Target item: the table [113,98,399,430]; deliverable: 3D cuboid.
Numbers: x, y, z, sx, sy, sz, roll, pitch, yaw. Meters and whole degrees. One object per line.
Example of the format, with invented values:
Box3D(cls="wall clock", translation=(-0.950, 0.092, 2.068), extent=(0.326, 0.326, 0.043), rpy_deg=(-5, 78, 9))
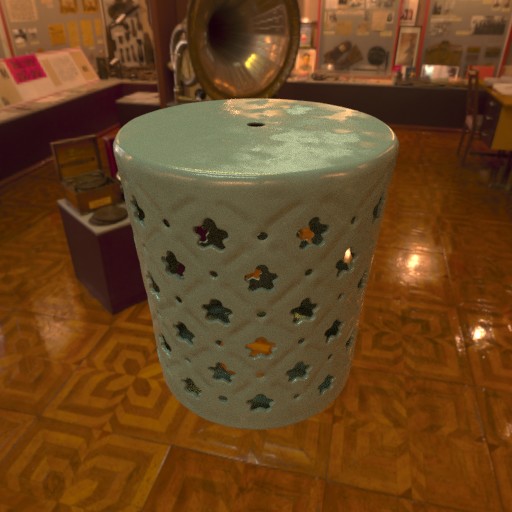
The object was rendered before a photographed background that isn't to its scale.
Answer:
Box3D(cls="table", translation=(0.000, 0.000, 0.657), extent=(0.352, 0.387, 0.352), rpy_deg=(0, 31, 0))
